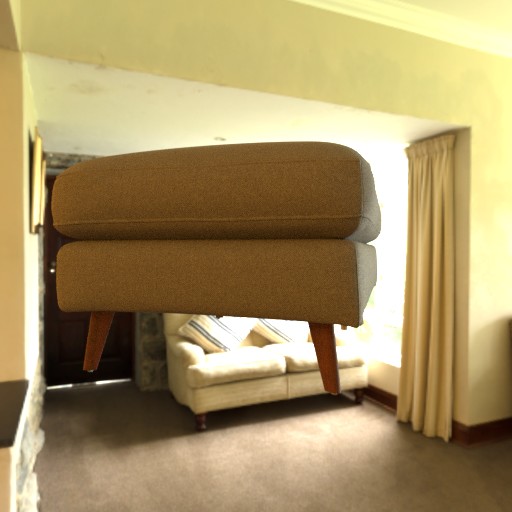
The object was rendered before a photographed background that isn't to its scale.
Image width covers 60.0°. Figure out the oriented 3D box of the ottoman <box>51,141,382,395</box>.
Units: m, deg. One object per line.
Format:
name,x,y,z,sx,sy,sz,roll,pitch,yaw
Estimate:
ottoman,0.000,0.000,1.130,0.608,0.449,0.811,0,1,17
